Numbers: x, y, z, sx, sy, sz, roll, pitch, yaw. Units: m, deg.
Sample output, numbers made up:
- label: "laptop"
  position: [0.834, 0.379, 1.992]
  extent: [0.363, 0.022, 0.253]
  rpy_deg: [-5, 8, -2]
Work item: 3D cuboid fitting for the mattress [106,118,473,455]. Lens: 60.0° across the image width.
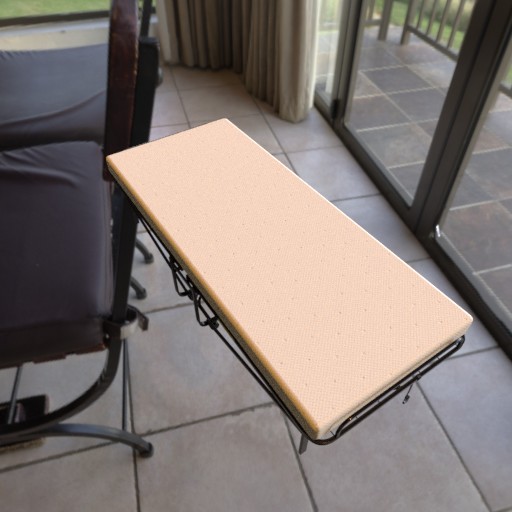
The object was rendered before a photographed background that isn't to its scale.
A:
- label: "mattress"
  position: [0.000, 0.000, 2.521]
  extent: [0.922, 0.519, 2.153]
  rpy_deg: [-26, 51, -23]
